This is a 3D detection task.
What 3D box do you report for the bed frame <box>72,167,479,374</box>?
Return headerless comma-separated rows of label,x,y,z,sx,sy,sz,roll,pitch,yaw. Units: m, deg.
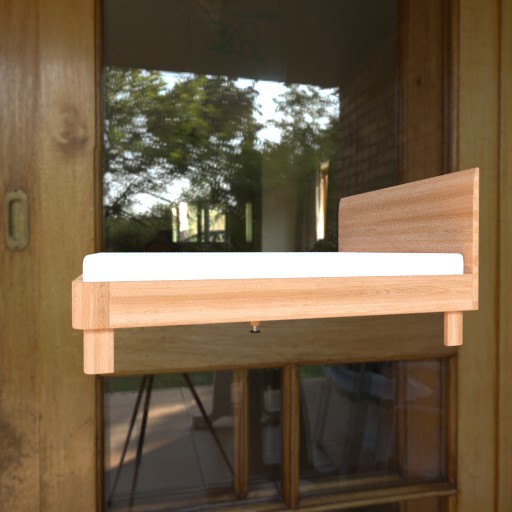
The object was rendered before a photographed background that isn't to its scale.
bed frame,0.000,0.000,2.732,1.992,0.940,1.472,0,1,-18
